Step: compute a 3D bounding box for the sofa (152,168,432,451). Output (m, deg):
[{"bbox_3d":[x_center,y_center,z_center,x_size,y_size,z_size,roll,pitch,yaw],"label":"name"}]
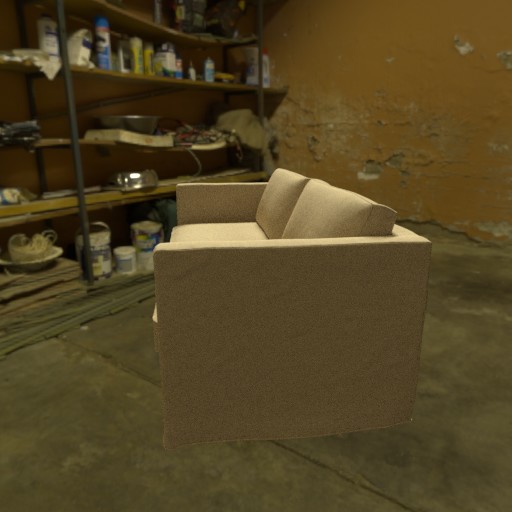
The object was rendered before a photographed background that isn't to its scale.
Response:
[{"bbox_3d":[0.000,0.000,2.405,0.962,0.835,1.959,-2,15,-7],"label":"sofa"}]
